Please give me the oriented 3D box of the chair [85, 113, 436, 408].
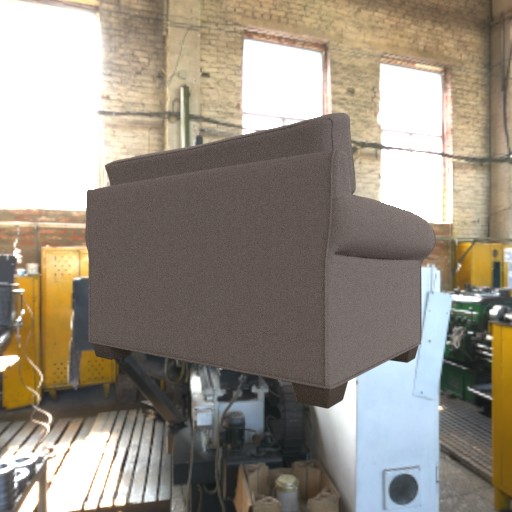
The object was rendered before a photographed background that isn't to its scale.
[{"bbox_3d":[0.000,0.000,2.033,1.390,0.930,0.930,0,0,37],"label":"chair"}]
